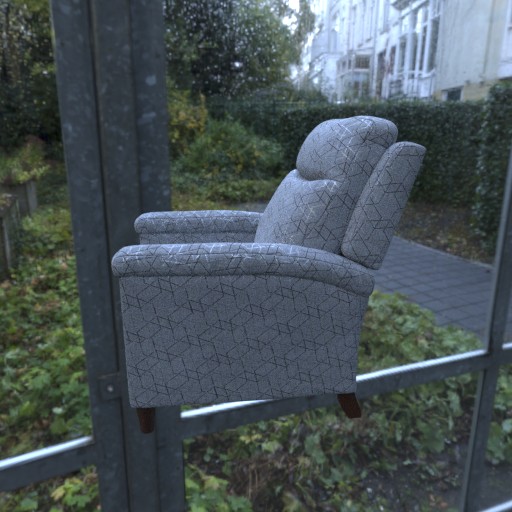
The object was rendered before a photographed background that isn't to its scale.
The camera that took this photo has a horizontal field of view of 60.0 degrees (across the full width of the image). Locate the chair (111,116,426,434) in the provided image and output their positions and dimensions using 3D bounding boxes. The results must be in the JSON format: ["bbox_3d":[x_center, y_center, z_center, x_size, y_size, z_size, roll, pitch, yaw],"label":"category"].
[{"bbox_3d":[0.000,0.000,1.747,0.987,1.048,0.753,-2,15,-8],"label":"chair"}]
